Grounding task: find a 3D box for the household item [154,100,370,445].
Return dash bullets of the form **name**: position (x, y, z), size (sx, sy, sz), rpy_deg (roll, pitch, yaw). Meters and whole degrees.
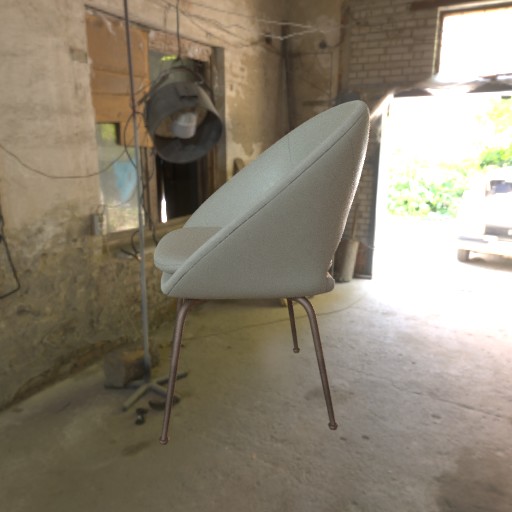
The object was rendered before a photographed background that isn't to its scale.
- **household item**: position (0.000, 0.000, 1.282), size (0.573, 0.852, 0.623), rpy_deg (-2, 15, -7)
